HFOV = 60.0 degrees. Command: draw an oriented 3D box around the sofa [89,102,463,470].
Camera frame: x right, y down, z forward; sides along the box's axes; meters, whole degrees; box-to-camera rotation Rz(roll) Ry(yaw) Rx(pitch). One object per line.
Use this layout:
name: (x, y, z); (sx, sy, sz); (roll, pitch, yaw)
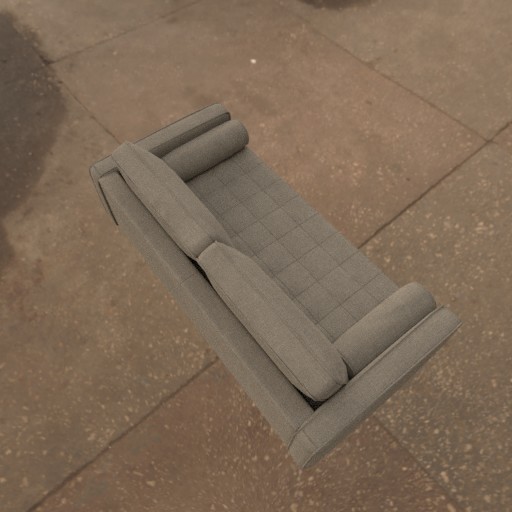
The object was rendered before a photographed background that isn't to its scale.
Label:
sofa: (0.000, 0.000, 2.337); (0.914, 0.762, 1.879); (-34, 64, -19)
